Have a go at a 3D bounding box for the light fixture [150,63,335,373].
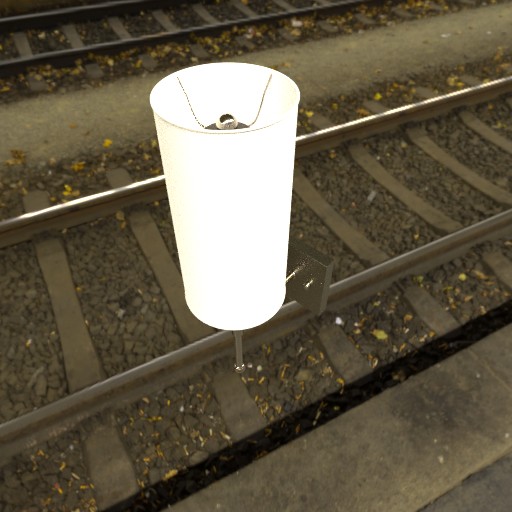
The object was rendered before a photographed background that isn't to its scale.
[{"bbox_3d":[0.000,0.000,0.568,0.128,0.462,0.208,32,54,28],"label":"light fixture"}]
